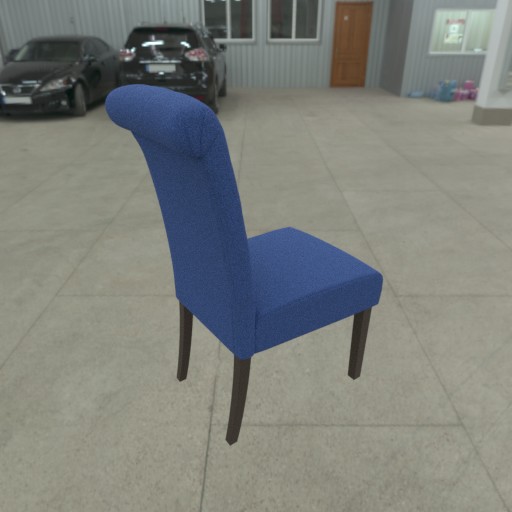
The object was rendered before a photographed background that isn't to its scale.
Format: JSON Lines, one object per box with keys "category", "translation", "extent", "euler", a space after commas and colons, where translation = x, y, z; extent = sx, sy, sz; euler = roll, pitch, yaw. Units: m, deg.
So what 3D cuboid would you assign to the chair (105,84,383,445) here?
{"category": "chair", "translation": [0.000, 0.000, 1.357], "extent": [0.671, 1.006, 0.456], "euler": [-18, 32, -31]}
